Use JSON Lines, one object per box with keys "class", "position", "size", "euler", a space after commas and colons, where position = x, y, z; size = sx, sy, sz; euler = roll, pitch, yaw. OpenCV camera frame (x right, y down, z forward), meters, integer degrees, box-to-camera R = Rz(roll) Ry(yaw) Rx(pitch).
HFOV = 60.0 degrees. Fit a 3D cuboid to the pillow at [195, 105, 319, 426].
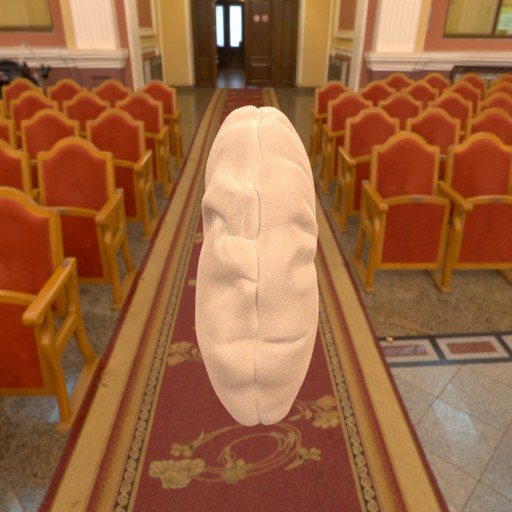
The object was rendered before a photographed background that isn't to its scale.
{"class": "pillow", "position": [0.000, 0.000, 0.635], "size": [0.148, 0.407, 0.428], "euler": [0, 27, -1]}
